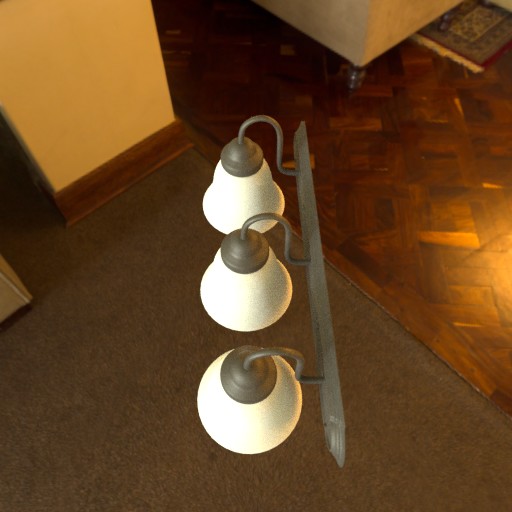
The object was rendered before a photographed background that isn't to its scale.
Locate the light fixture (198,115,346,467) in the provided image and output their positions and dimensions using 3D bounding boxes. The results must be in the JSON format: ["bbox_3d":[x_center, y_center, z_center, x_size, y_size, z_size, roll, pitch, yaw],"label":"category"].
[{"bbox_3d":[0.000,0.000,0.702,0.199,0.222,0.610,-2,59,-1],"label":"light fixture"}]
